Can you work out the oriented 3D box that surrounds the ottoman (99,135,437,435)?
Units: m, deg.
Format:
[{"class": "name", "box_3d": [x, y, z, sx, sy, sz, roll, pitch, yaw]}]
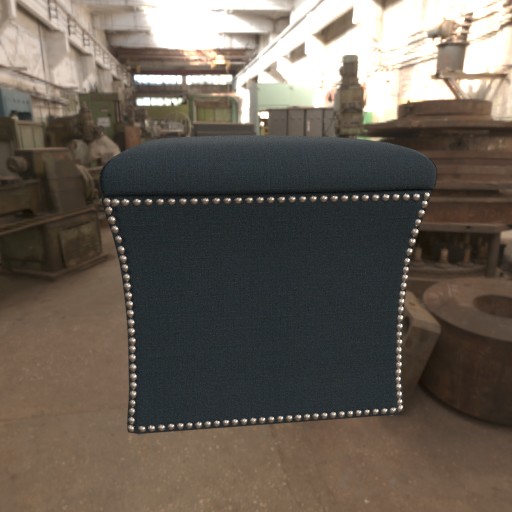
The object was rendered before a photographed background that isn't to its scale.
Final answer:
[{"class": "ottoman", "box_3d": [0.000, 0.000, 0.905, 0.507, 0.475, 0.497, -2, 16, -6]}]
